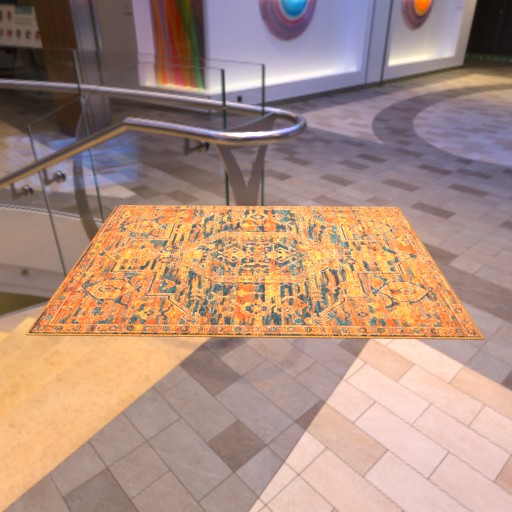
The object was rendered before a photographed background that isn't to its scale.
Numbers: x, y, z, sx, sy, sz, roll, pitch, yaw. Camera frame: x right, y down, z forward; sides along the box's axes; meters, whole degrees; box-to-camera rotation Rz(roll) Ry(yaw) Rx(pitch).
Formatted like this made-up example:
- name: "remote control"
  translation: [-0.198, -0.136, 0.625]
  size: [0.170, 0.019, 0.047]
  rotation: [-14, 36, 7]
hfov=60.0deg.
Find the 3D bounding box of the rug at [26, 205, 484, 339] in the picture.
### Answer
- name: "rug"
  translation: [0.000, 0.000, 3.693]
  size: [2.916, 0.019, 2.043]
  rotation: [0, 30, 1]
